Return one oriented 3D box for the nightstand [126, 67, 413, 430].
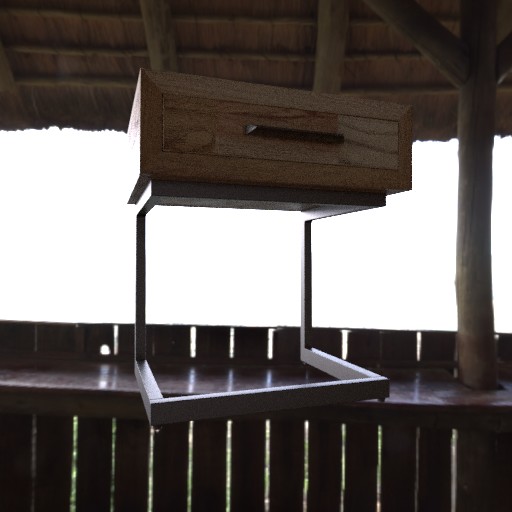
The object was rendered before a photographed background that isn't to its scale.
[{"bbox_3d":[0.000,0.000,1.029,0.558,0.632,0.481,0,-1,-19],"label":"nightstand"}]
